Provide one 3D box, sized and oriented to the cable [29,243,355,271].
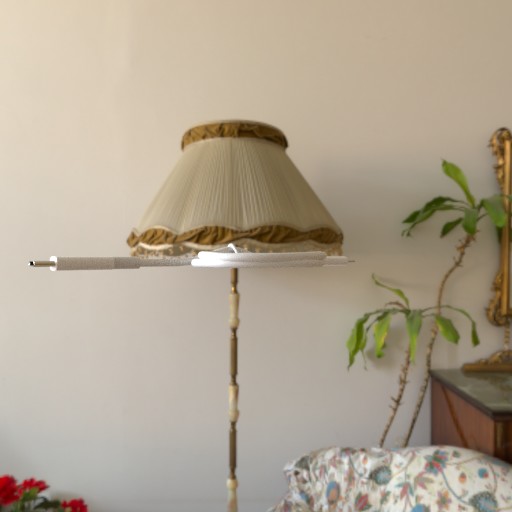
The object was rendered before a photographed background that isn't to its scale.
[{"bbox_3d":[0.000,0.000,0.232,0.203,0.014,0.070,0,0,-36],"label":"cable"}]
